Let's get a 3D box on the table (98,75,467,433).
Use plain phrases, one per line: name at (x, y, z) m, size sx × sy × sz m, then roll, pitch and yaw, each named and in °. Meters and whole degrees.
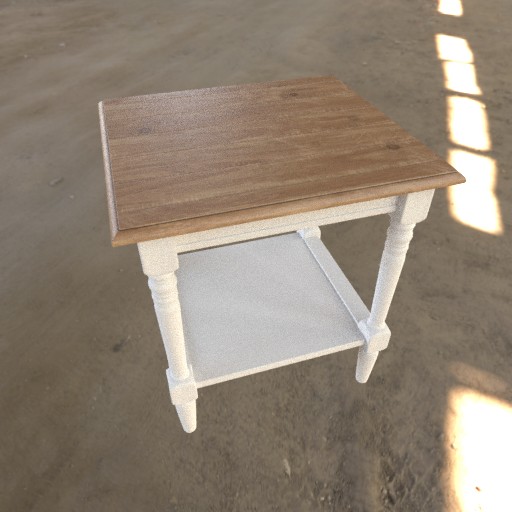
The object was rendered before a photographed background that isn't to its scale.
table at (0.000, 0.000, 0.934) m, size 0.508 × 0.561 × 0.457 m, roll -11°, pitch 42°, yaw -13°
